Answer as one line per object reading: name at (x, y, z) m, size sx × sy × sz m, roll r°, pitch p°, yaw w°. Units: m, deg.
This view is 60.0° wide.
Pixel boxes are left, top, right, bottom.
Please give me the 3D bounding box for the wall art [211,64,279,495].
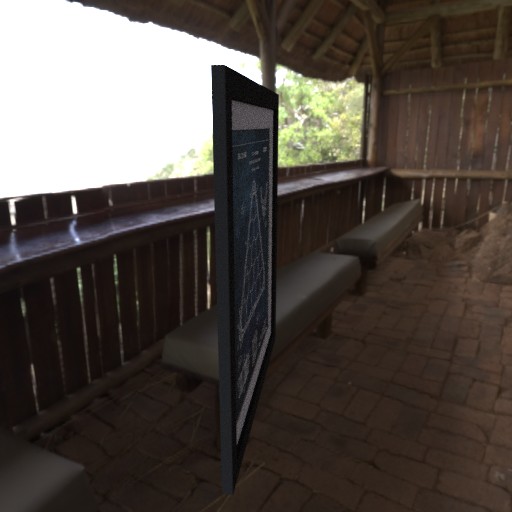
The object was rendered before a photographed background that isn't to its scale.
wall art at (0.000, 0.000, 0.499) m, size 0.010 × 0.361 × 0.311 m, roll 3°, pitch 17°, yaw 9°
